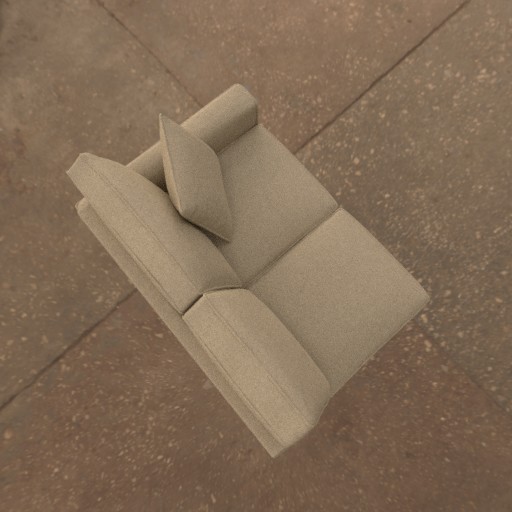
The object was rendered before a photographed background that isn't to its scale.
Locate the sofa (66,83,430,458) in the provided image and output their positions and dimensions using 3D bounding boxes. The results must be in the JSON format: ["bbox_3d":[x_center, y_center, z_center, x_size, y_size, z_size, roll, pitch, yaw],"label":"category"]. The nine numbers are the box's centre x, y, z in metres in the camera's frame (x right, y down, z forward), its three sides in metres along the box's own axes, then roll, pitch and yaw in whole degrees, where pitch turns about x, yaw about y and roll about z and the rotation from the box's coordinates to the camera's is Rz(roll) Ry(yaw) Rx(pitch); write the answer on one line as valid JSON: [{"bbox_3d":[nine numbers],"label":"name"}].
[{"bbox_3d":[0.000,0.000,2.084,0.991,0.989,1.388,-40,79,-9],"label":"sofa"}]
